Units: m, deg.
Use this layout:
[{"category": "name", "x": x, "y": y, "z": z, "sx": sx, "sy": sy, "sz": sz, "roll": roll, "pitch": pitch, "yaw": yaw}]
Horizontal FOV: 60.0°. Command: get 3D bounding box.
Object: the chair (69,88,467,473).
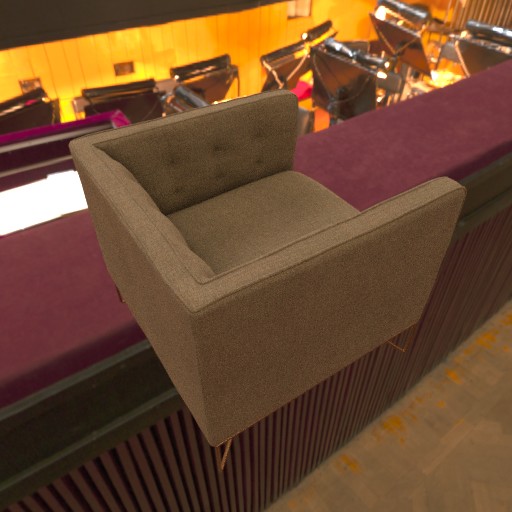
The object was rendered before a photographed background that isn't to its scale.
[{"category": "chair", "x": 0.000, "y": 0.000, "z": 1.616, "sx": 0.912, "sy": 0.799, "sz": 0.920, "roll": -24, "pitch": 47, "yaw": -24}]
